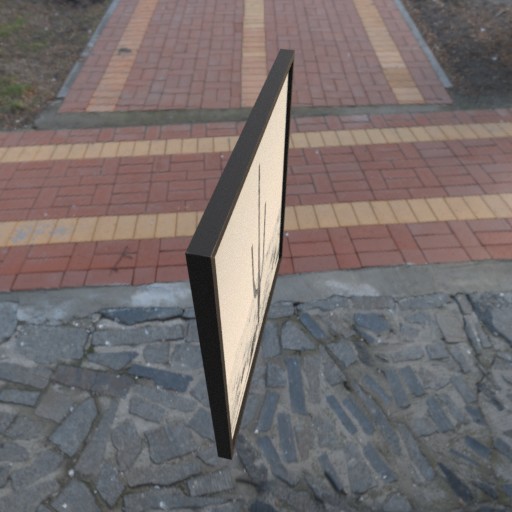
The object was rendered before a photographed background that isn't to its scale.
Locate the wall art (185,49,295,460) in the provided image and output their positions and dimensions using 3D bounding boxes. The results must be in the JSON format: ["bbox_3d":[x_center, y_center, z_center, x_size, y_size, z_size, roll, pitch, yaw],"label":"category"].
[{"bbox_3d":[0.000,0.000,1.154,0.038,0.762,0.762,9,46,9],"label":"wall art"}]
